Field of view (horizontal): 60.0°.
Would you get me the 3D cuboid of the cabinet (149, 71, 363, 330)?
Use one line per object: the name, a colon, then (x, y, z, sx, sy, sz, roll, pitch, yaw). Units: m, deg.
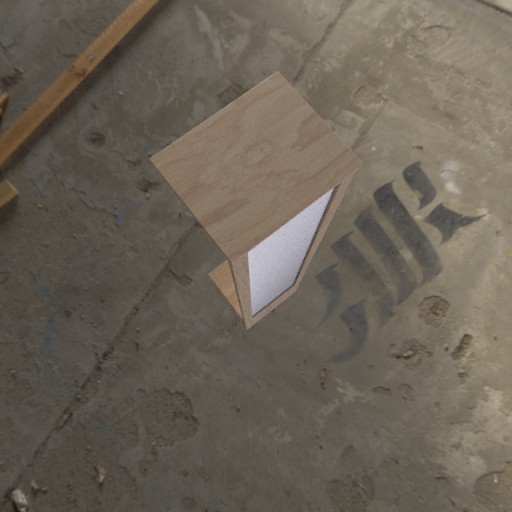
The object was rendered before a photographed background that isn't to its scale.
cabinet: (0.000, 0.000, 2.009, 0.411, 1.879, 0.338, -37, 79, -9)
